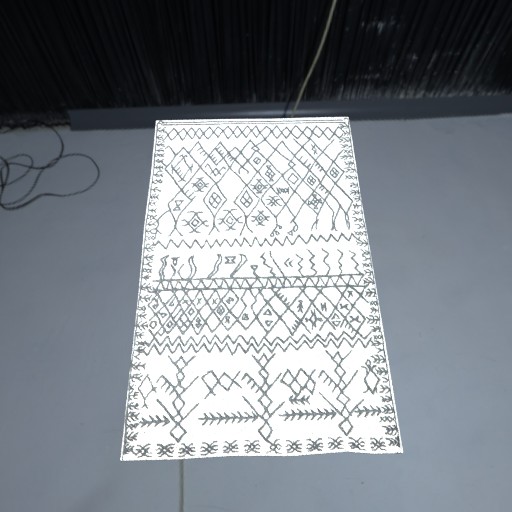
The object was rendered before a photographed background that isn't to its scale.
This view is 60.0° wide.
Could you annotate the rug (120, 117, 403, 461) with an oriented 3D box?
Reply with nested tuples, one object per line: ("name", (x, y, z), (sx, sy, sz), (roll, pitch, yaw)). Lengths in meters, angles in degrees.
("rug", (0.000, 0.000, 2.951), (1.530, 0.012, 2.444), (-1, 63, -1))
